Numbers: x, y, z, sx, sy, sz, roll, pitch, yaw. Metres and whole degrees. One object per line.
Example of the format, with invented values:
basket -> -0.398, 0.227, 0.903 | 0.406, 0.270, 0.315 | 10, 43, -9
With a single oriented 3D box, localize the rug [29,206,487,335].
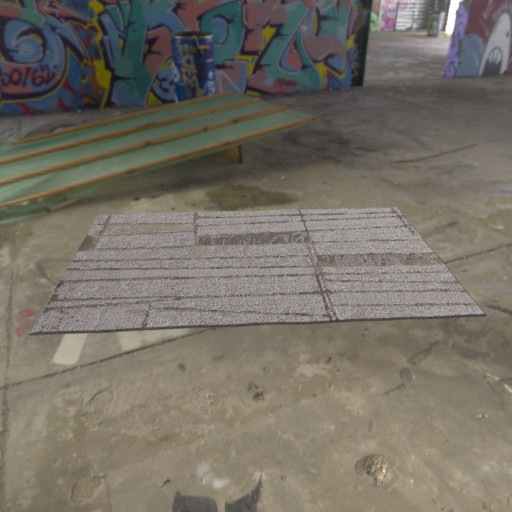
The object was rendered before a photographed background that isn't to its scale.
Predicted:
rug -> 0.000, 0.000, 1.053 | 0.867, 0.007, 0.515 | -2, 30, -3
